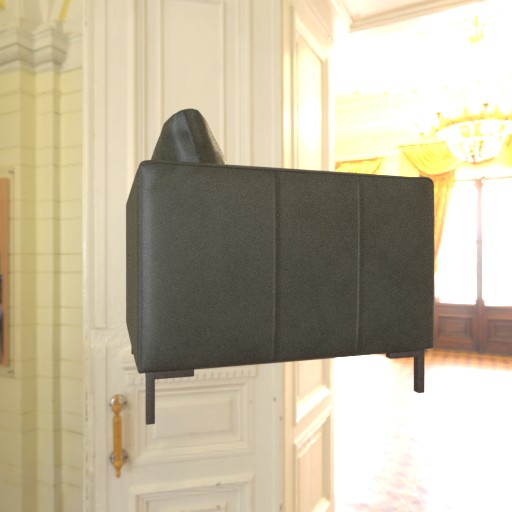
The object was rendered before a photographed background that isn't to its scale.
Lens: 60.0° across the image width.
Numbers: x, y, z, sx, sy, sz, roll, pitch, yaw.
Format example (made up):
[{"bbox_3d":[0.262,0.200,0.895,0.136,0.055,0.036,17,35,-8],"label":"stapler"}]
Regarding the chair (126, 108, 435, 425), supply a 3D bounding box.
[{"bbox_3d":[0.000,0.000,1.533,0.861,0.824,0.967,0,0,-18],"label":"chair"}]
